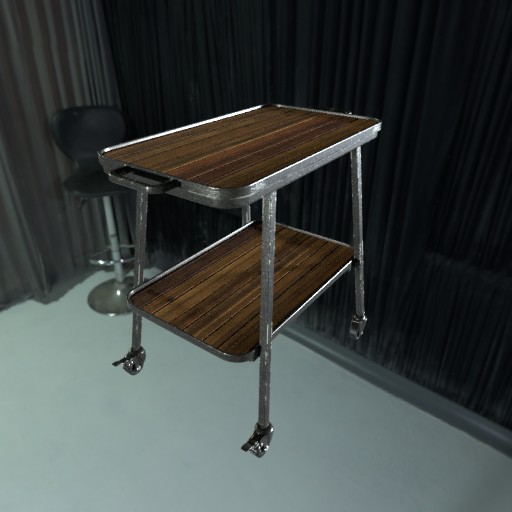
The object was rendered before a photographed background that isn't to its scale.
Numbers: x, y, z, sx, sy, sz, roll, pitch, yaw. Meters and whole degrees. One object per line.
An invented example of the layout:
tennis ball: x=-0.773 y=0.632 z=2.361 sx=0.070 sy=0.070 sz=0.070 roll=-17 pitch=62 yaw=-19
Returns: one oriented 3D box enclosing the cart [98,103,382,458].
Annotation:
cart: x=0.000 y=0.000 z=1.274 sx=0.515 sy=0.700 sz=0.806 roll=20 pitch=35 yaw=31
